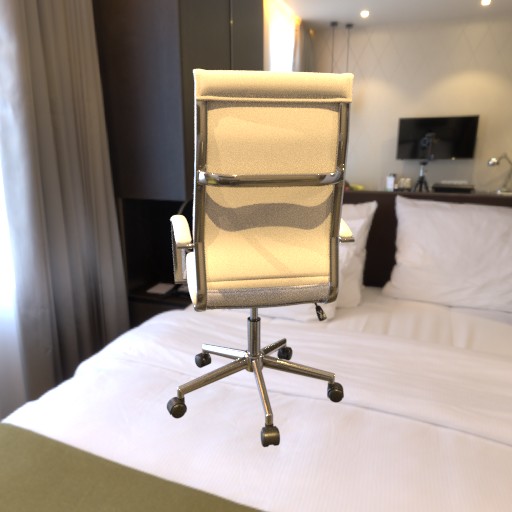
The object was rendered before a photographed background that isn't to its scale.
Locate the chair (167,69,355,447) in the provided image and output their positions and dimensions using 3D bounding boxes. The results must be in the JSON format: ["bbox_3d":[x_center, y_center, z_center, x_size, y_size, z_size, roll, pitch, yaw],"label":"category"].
[{"bbox_3d":[0.000,0.000,1.588,0.679,1.149,0.679,-2,14,-10],"label":"chair"}]
